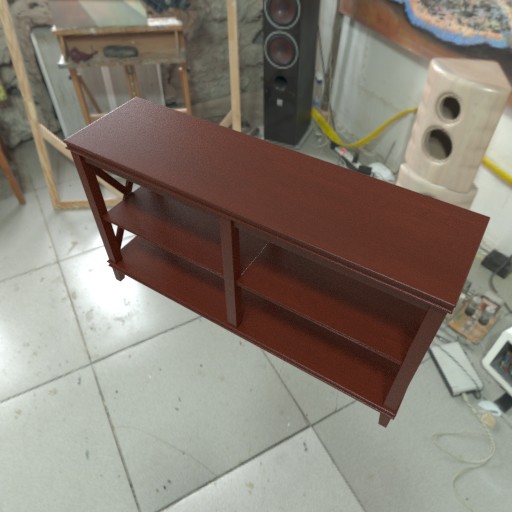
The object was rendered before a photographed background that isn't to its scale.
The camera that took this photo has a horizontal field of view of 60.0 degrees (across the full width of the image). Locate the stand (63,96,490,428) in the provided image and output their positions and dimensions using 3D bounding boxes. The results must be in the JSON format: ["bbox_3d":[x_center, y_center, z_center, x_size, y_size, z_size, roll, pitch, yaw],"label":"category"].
[{"bbox_3d":[0.000,0.000,1.703,1.372,0.762,0.381,24,52,21],"label":"stand"}]
